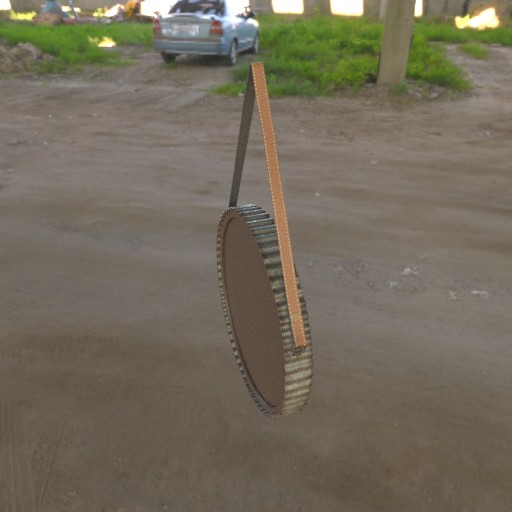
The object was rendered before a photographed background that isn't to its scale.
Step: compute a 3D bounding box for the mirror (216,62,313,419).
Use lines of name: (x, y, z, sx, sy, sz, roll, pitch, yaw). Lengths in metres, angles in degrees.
mirror: (0.000, 0.000, 0.703, 0.042, 0.568, 0.355, -11, 32, -17)
